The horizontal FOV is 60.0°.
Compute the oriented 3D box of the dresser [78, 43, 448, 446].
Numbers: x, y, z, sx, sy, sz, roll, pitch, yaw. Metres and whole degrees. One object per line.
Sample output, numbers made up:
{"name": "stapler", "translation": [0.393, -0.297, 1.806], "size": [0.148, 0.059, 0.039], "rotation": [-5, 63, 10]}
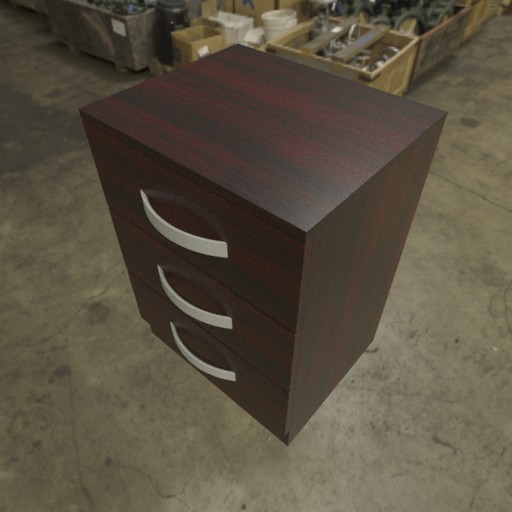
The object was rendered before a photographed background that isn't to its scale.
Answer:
{"name": "dresser", "translation": [0.000, 0.000, 0.815], "size": [0.400, 0.560, 0.360], "rotation": [32, 53, 28]}
